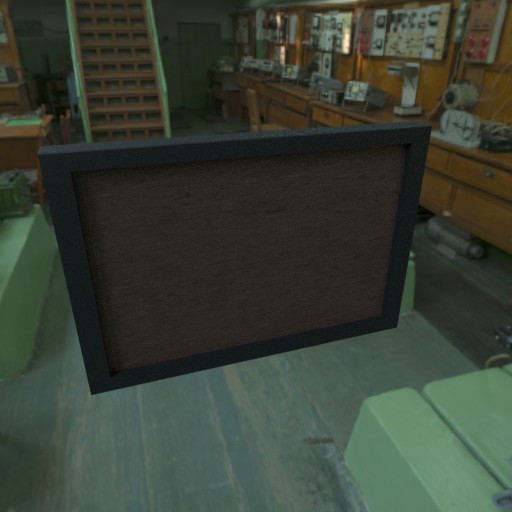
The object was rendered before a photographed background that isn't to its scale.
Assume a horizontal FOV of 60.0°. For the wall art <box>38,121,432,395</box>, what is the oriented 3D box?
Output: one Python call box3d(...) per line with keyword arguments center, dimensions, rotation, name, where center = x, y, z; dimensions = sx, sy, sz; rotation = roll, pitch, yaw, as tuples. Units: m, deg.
box3d(center=(0.000, 0.000, 0.847), dimensions=(0.671, 0.456, 0.051), rotation=(-9, 28, -17), name="wall art")
